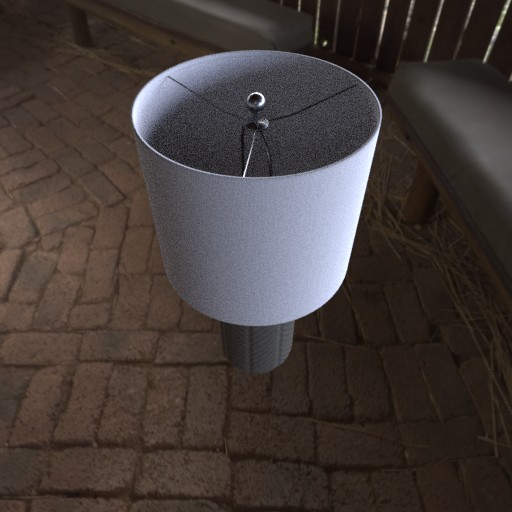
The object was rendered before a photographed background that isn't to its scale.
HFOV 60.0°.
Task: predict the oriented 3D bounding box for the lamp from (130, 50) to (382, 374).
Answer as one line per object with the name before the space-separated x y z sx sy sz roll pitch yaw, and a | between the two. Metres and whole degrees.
lamp | 0.000 0.000 0.502 0.203 0.389 0.203 -19 50 -16
